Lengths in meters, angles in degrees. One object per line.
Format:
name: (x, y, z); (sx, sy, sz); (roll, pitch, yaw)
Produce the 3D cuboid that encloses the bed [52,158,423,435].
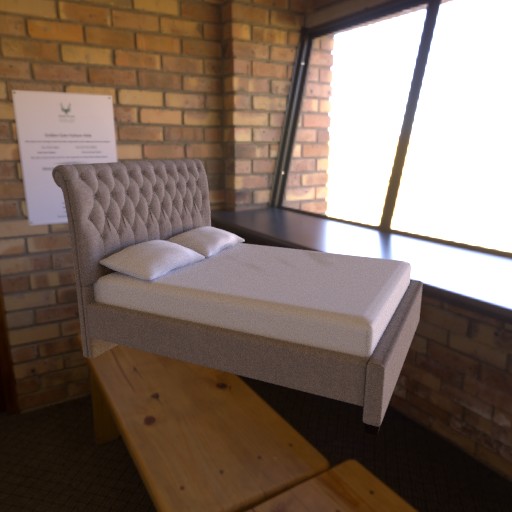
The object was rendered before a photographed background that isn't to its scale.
bed: (0.000, 0.000, 3.349); (2.252, 1.371, 1.645); (7, 16, 26)
